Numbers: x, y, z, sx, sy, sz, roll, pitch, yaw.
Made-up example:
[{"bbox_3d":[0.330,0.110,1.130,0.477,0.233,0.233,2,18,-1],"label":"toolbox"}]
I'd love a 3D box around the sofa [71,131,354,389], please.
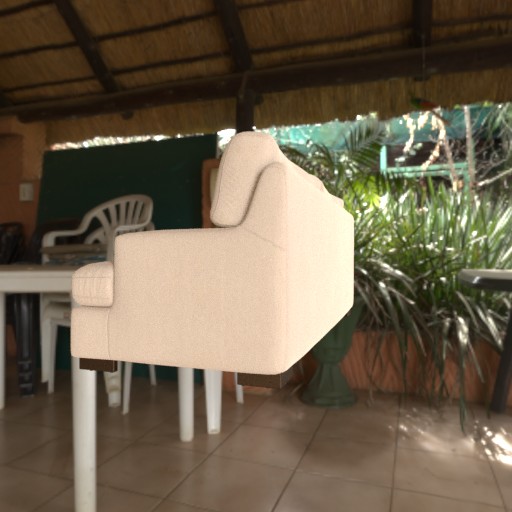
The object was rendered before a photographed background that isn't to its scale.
[{"bbox_3d":[0.000,0.000,2.648,0.929,0.925,2.147,0,0,19],"label":"sofa"}]
